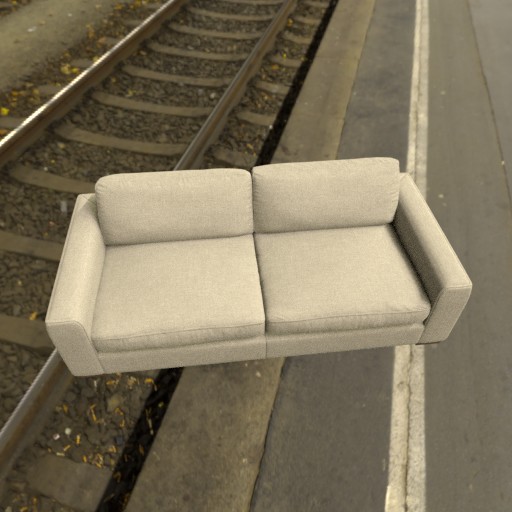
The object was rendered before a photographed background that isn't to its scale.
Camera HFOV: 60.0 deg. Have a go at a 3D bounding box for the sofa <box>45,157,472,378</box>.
[{"bbox_3d":[0.000,0.000,2.730,2.262,0.801,1.070,-5,47,-4],"label":"sofa"}]
